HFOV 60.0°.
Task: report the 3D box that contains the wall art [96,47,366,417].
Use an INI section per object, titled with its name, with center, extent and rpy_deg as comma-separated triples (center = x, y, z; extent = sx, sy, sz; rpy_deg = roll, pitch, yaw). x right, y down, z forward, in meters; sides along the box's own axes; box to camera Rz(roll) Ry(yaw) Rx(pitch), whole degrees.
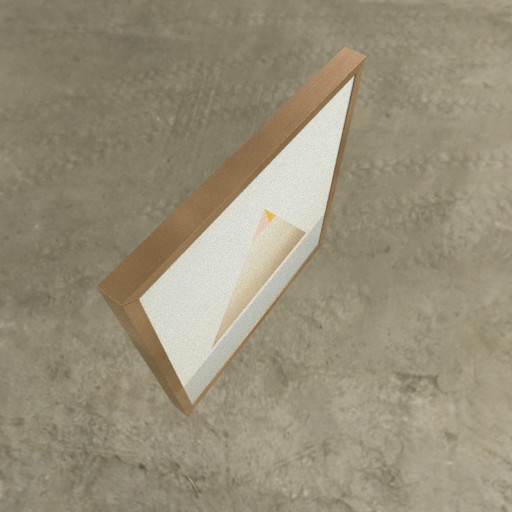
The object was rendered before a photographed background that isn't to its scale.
[wall art]
center = 0.000, 0.000, 0.781
extent = 0.038, 0.511, 0.513
rpy_deg = 32, 63, 18
